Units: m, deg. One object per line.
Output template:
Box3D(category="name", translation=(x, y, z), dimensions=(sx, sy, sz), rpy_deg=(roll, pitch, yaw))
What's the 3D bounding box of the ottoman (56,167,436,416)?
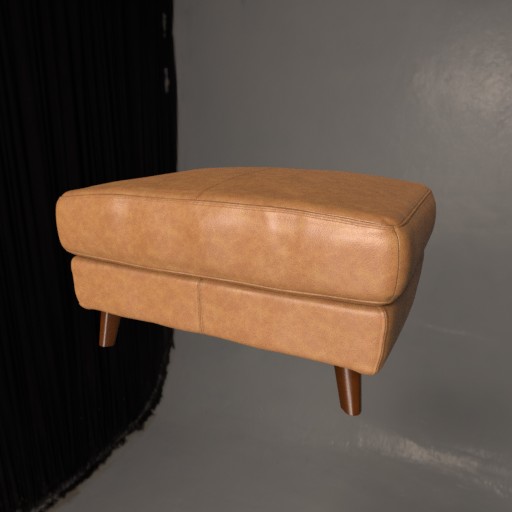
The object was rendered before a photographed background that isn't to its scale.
Box3D(category="ottoman", translation=(0.000, 0.000, 1.218), dimensions=(0.869, 0.461, 0.630), rpy_deg=(8, 18, 25))
